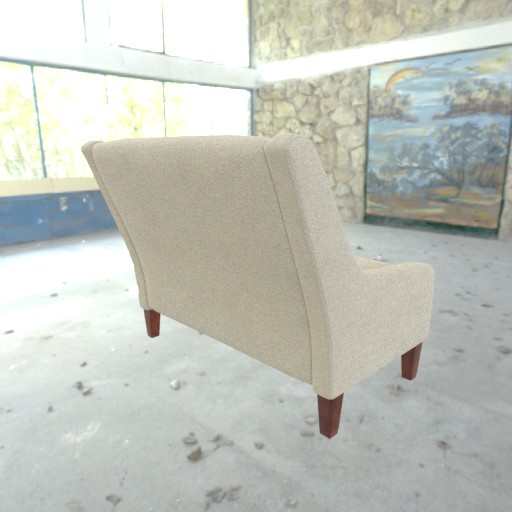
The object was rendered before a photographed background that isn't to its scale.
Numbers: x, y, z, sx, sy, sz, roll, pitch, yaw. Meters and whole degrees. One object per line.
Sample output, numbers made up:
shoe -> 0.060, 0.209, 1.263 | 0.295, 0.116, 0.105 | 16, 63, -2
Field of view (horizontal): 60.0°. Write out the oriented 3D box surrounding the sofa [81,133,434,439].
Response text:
sofa -> 0.000, 0.000, 1.903 | 0.946, 0.976, 1.212 | -13, 18, -42
